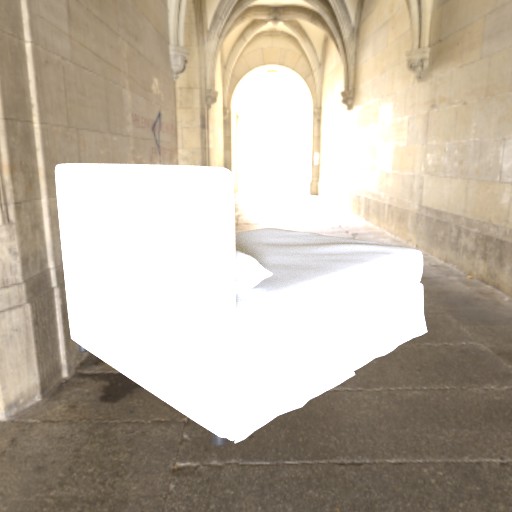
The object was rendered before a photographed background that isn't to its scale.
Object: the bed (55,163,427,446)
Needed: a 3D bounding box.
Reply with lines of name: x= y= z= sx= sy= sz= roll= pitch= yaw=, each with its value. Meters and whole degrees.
bed: x=0.000 y=0.000 z=3.225 sx=1.748 sy=1.330 sz=2.142 roll=12 pitch=17 yaw=43
